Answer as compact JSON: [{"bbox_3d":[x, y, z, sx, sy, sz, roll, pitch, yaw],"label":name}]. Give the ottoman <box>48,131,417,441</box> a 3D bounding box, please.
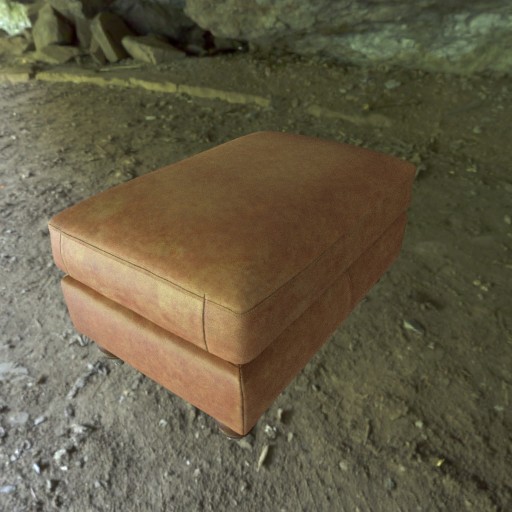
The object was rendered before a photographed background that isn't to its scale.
[{"bbox_3d":[0.000,0.000,1.192,0.565,0.507,0.852,21,37,30],"label":"ottoman"}]
